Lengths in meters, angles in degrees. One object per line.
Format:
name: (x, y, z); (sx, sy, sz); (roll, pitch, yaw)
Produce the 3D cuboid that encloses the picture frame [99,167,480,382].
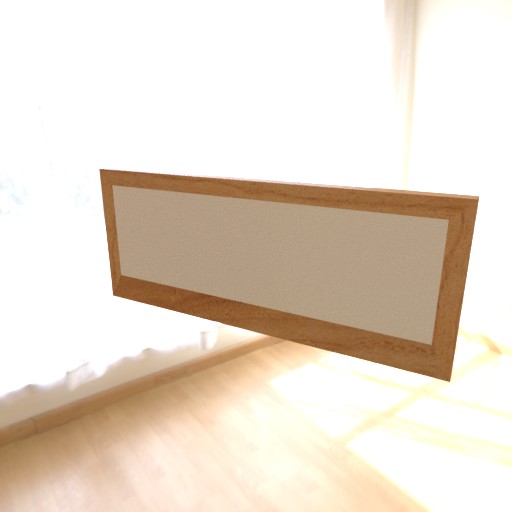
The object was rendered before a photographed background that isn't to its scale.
picture frame: (0.000, 0.000, 0.675); (0.582, 0.234, 0.045); (10, 20, 27)
